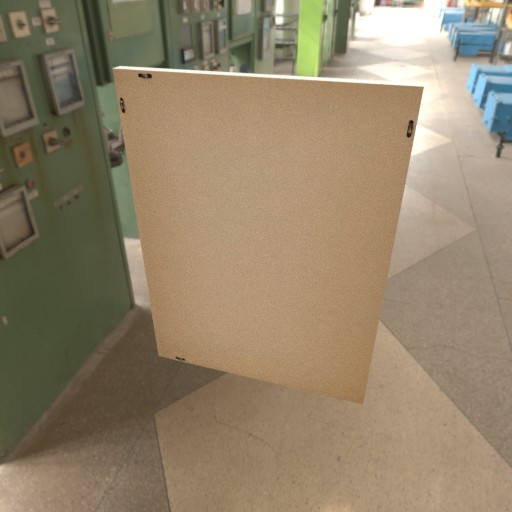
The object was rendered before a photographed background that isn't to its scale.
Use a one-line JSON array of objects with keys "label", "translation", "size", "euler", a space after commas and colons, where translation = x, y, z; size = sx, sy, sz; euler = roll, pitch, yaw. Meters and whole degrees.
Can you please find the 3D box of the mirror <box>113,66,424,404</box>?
[{"label": "mirror", "translation": [0.000, 0.000, 1.326], "size": [0.762, 1.016, 0.041], "euler": [9, 33, 15]}]
